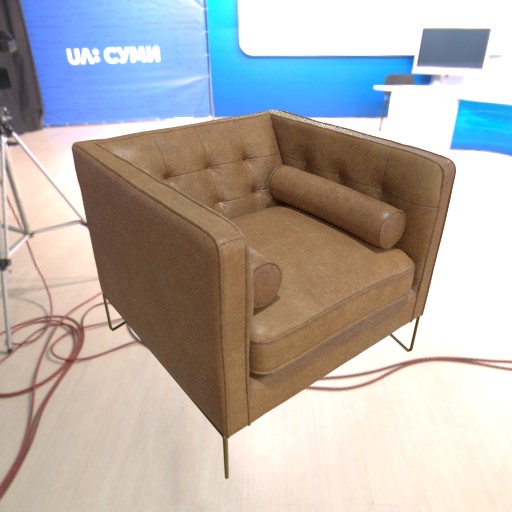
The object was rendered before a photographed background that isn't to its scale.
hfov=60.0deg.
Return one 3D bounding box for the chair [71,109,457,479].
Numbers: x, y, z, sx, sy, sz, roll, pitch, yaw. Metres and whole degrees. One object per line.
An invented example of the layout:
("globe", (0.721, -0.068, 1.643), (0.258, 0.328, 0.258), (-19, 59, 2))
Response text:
("chair", (0.000, 0.000, 1.614), (0.920, 0.797, 0.912), (-21, 36, -32))
